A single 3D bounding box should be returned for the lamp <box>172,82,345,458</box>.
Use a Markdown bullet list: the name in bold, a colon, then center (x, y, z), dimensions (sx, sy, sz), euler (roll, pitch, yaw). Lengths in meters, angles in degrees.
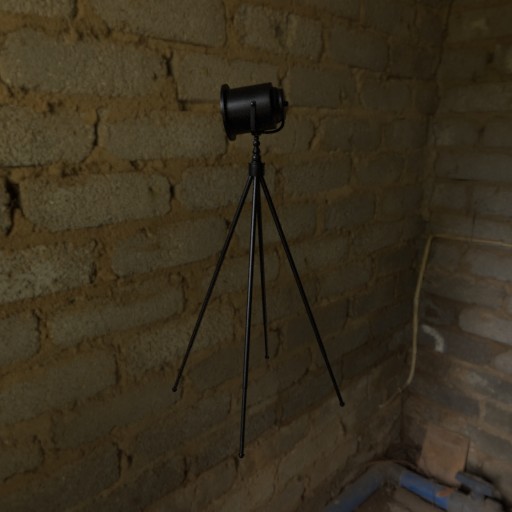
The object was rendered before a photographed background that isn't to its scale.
- **lamp**: center (0.000, 0.000, 2.051), dimensions (0.884, 1.504, 0.879), euler (2, 15, 8)
